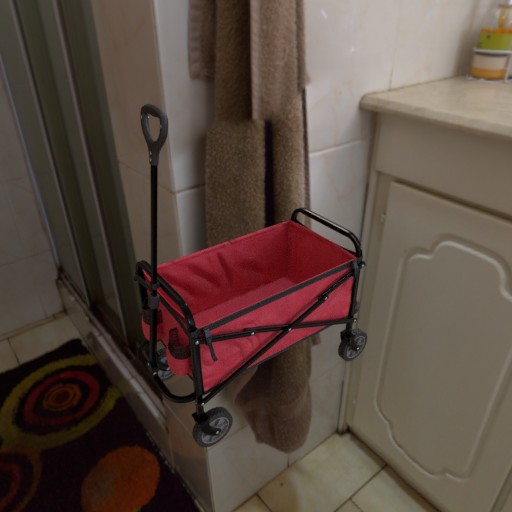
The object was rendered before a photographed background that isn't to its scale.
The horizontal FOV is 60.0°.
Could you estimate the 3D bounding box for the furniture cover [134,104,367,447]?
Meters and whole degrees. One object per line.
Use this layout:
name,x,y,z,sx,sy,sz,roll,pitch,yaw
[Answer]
furniture cover,0.000,0.000,1.818,1.038,1.295,0.532,-21,37,-30
